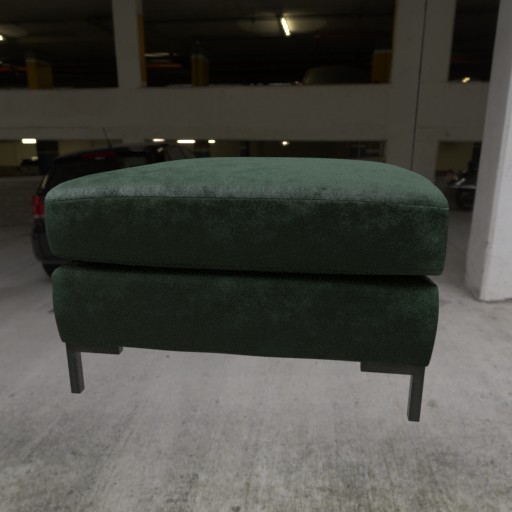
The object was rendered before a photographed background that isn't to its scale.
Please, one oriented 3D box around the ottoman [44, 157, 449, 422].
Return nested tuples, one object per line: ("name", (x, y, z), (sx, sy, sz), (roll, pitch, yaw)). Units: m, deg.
("ottoman", (0.000, 0.000, 1.249), (0.839, 0.538, 0.701), (2, 15, 8))
